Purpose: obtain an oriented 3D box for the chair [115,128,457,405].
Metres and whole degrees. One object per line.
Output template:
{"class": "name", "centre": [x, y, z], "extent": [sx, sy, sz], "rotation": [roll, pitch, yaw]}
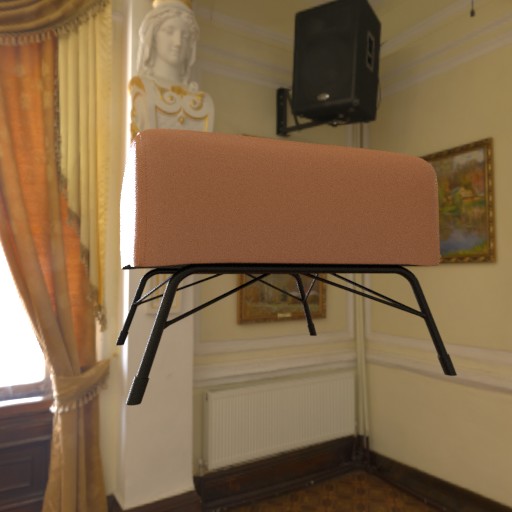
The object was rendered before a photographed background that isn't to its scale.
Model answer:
{"class": "chair", "centre": [0.000, 0.000, 0.907], "extent": [0.530, 0.410, 0.530], "rotation": [1, -3, -19]}
